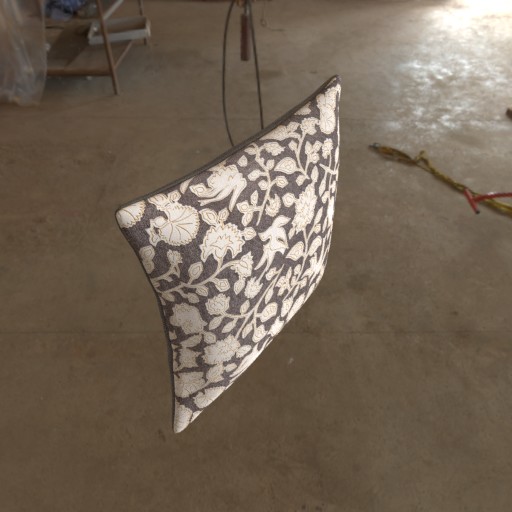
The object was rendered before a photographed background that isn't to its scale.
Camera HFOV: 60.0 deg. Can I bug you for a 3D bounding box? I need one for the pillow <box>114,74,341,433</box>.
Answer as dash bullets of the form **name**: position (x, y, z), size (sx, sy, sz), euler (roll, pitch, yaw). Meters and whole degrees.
- **pillow**: position (0.000, 0.000, 0.817), size (0.166, 0.507, 0.526), euler (26, 48, 26)
